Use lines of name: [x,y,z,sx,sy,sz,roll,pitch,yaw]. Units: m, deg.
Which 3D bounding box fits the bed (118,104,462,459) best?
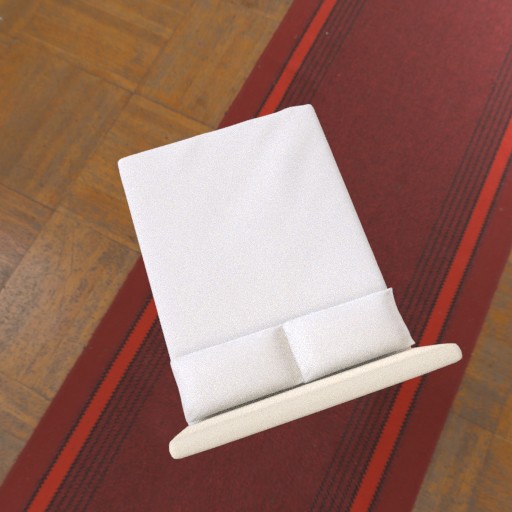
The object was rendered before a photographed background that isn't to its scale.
bed: [0.000,0.000,3.203,1.714,1.330,2.147,-18,76,-5]
